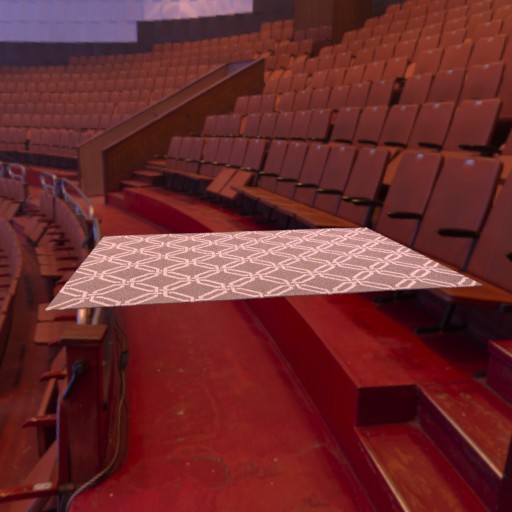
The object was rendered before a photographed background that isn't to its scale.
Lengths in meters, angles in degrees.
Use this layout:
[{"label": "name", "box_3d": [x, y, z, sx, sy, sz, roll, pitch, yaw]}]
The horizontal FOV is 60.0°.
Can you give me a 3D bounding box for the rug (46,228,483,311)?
[{"label": "rug", "box_3d": [0.000, 0.000, 4.559, 3.419, 0.020, 2.441, -2, 15, -9]}]
